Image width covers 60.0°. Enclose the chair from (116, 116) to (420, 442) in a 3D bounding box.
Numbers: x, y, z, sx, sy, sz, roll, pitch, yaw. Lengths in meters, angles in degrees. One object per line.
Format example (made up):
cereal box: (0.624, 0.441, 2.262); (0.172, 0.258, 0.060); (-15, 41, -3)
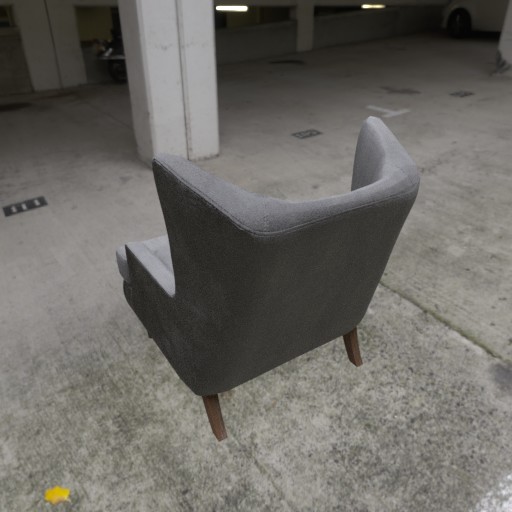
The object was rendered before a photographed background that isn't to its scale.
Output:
chair: (0.000, 0.000, 1.608); (0.784, 0.950, 0.906); (-18, 34, -29)
